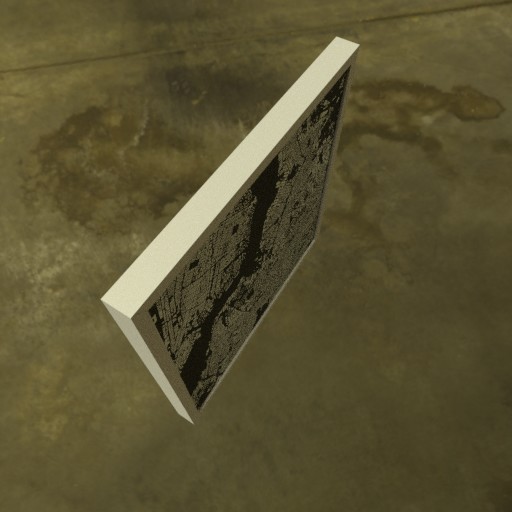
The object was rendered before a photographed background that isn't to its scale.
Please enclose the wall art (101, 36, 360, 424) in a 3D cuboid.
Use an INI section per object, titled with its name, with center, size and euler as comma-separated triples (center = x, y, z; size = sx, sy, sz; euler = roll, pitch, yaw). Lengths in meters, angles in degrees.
[wall art]
center = 0.000, 0.000, 0.752
size = 0.038, 0.506, 0.506
euler = 28, 63, 16
